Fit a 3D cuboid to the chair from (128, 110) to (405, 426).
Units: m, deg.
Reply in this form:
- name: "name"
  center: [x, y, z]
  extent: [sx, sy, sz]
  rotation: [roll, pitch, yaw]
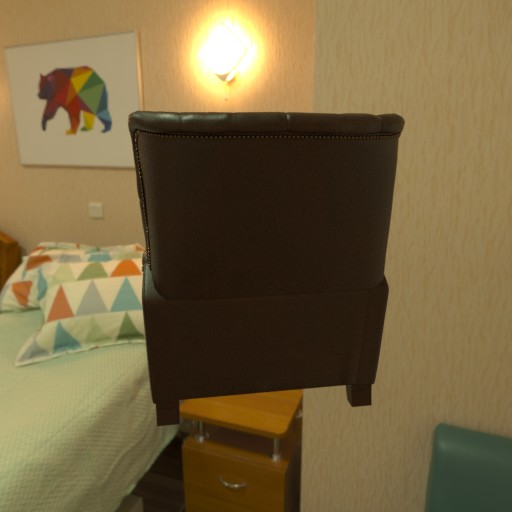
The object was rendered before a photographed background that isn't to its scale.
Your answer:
- name: "chair"
  center: [0.000, 0.000, 1.458]
  extent: [0.709, 0.864, 0.823]
  rotation: [-2, 14, -9]
